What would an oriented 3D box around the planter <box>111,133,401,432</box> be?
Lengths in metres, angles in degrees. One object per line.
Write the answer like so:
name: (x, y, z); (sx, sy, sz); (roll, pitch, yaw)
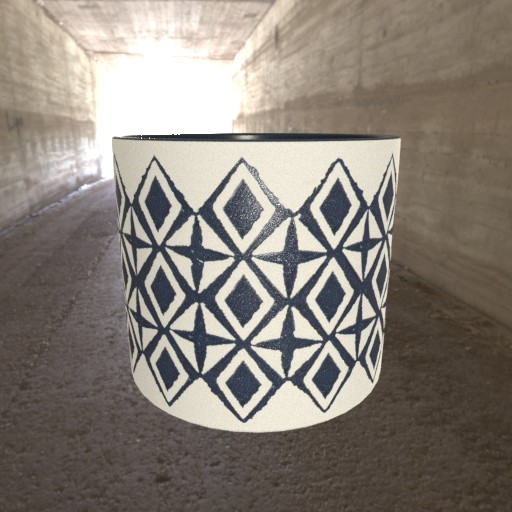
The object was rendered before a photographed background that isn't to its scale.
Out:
planter: (0.000, 0.000, 0.273); (0.159, 0.144, 0.159); (0, 16, 0)
